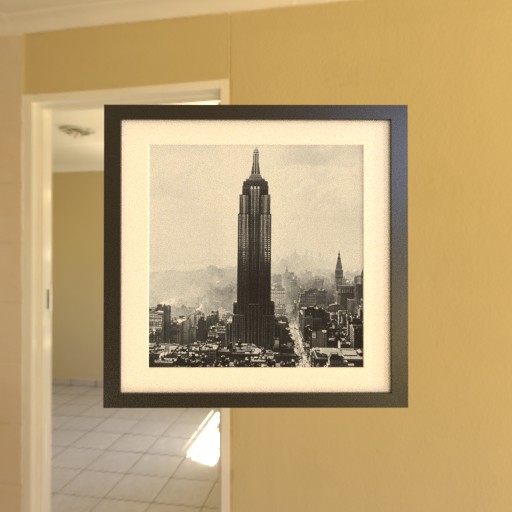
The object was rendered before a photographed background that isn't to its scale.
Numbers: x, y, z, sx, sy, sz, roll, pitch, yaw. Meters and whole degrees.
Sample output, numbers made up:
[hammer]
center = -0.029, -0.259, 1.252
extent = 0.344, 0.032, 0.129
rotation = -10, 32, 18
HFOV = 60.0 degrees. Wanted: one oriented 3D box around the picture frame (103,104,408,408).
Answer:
[picture frame]
center = 0.000, 0.000, 0.828
extent = 0.559, 0.557, 0.029
rotation = 0, 0, 0
